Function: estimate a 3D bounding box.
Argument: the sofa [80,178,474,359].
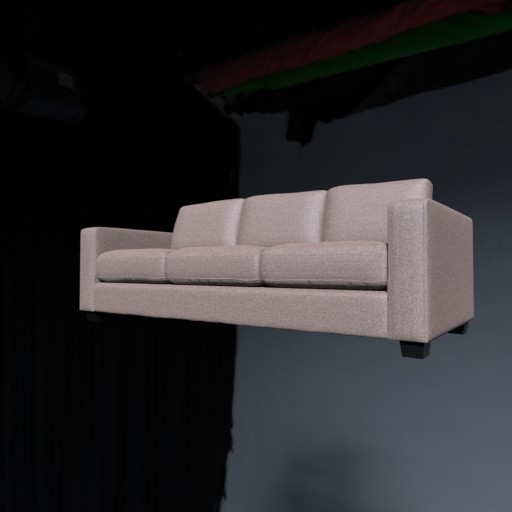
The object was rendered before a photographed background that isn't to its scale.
[{"bbox_3d":[0.000,0.000,2.570,2.160,0.806,0.900,-1,-2,36],"label":"sofa"}]
